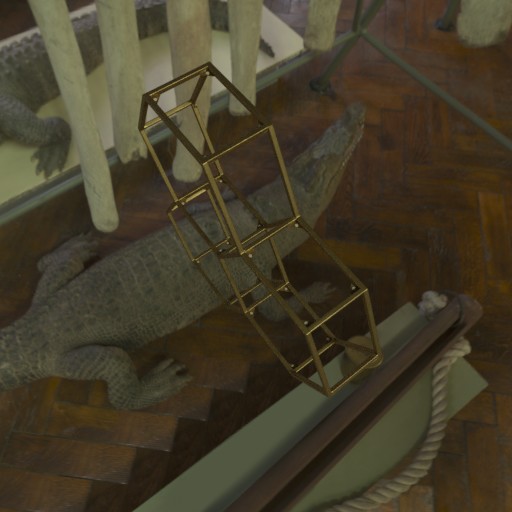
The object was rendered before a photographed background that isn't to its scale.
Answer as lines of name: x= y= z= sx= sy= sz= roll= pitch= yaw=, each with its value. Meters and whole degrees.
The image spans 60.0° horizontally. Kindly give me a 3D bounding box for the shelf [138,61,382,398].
shelf: x=0.000 y=0.000 z=1.064 sx=0.150 sy=0.701 sz=0.708 roll=-34 pitch=68 yaw=-16
